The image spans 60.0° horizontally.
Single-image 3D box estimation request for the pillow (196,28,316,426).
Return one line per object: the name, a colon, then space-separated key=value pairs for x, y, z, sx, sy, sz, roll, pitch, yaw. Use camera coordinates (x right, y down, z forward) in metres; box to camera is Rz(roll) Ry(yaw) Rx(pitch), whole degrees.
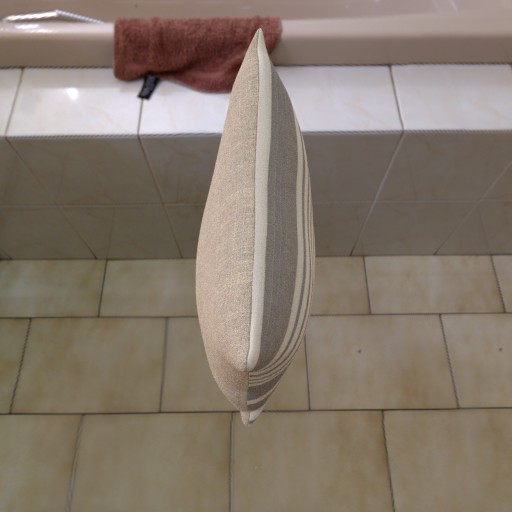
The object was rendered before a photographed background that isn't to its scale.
pillow: x=0.000 y=0.000 z=0.656 sx=0.182 sy=0.440 sz=0.439 roll=2 pitch=65 yaw=1
